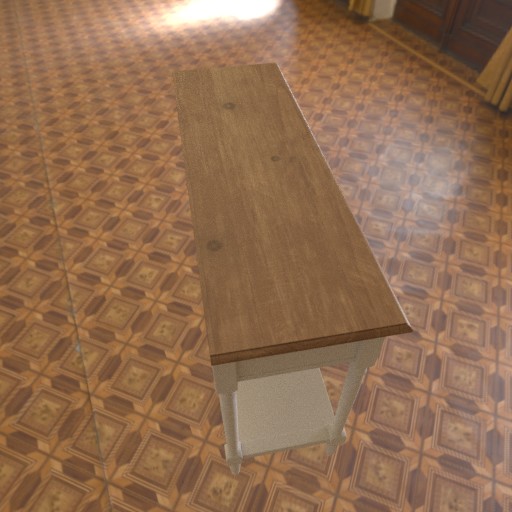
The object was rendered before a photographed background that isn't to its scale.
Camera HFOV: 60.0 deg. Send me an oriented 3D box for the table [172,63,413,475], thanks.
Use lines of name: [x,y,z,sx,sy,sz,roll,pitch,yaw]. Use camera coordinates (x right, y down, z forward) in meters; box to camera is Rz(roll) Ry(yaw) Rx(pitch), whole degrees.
table: [0.000,0.000,1.537,0.399,0.800,1.219,-8,48,-7]
